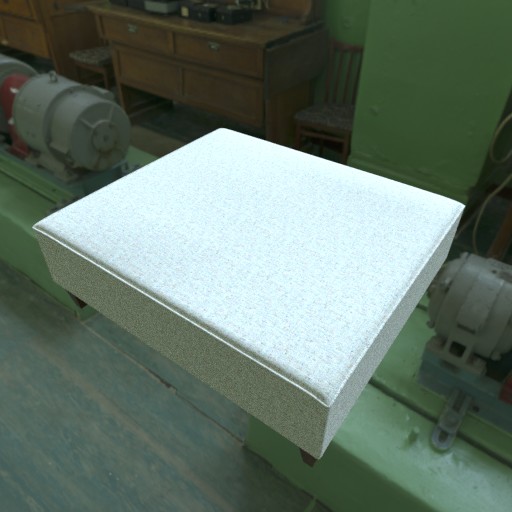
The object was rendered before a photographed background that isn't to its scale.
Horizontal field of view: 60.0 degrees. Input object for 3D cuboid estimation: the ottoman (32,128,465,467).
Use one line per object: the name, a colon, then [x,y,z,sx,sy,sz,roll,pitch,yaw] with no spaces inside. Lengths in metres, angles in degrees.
ottoman: [0.000,0.000,1.211,0.835,0.303,0.736,25,46,27]
